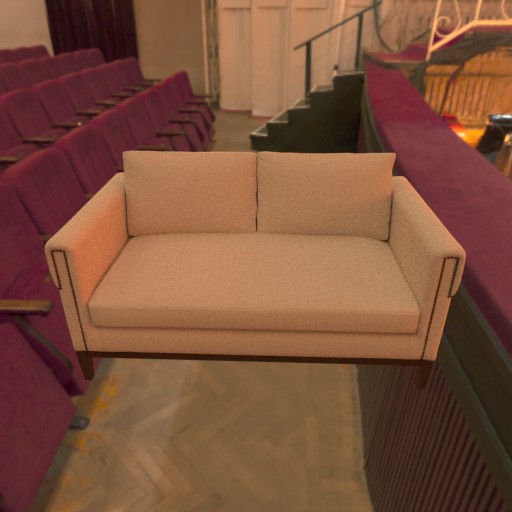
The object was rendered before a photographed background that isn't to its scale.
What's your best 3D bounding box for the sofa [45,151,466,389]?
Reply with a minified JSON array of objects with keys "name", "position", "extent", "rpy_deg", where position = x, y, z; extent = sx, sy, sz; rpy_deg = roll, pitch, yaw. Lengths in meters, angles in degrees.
[{"name":"sofa","position":[0.000,0.000,2.128],"extent":[1.598,0.873,0.905],"rpy_deg":[1,28,2]}]
